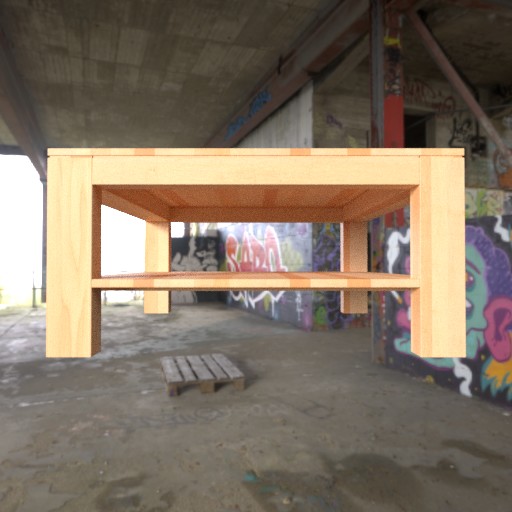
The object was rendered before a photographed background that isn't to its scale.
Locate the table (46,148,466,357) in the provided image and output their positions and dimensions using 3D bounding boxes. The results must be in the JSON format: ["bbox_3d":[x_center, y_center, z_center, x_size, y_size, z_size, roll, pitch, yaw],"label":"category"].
[{"bbox_3d":[0.000,0.000,1.403,0.900,0.450,0.900,0,-1,0],"label":"table"}]
